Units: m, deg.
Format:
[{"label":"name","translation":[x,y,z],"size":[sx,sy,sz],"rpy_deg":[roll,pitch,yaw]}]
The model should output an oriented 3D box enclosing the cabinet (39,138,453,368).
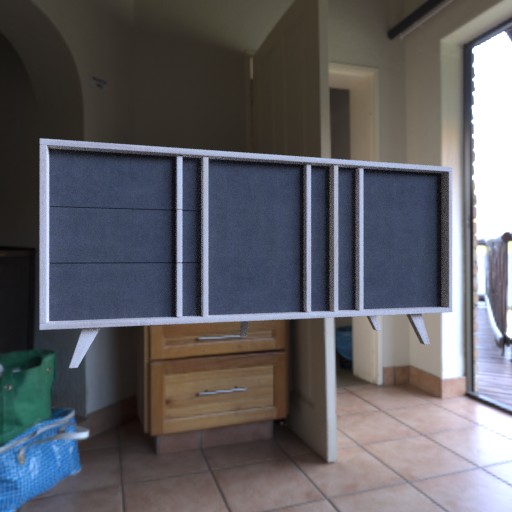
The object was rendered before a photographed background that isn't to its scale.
[{"label":"cabinet","translation":[0.000,0.000,1.947],"size":[1.650,0.780,0.500],"rpy_deg":[0,0,-17]}]
